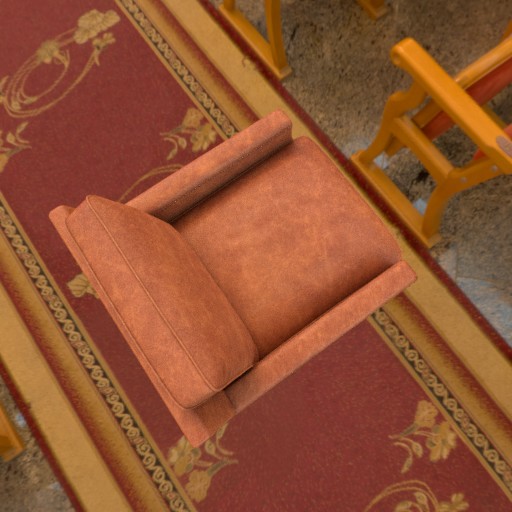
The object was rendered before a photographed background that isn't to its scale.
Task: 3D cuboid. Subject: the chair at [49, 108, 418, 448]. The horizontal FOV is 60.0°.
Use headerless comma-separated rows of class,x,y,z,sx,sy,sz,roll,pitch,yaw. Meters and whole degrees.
chair,0.000,0.000,1.691,1.014,0.943,0.853,-34,78,-8
